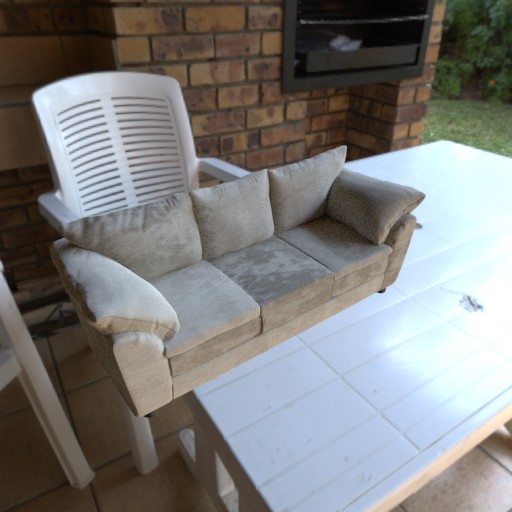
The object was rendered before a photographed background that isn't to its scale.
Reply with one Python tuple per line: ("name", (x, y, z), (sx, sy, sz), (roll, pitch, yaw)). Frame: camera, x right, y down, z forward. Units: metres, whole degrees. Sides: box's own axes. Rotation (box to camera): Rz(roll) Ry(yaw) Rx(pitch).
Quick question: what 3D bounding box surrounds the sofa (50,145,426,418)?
("sofa", (0.000, 0.000, 2.912), (2.377, 0.981, 0.893), (-21, 36, -32))
